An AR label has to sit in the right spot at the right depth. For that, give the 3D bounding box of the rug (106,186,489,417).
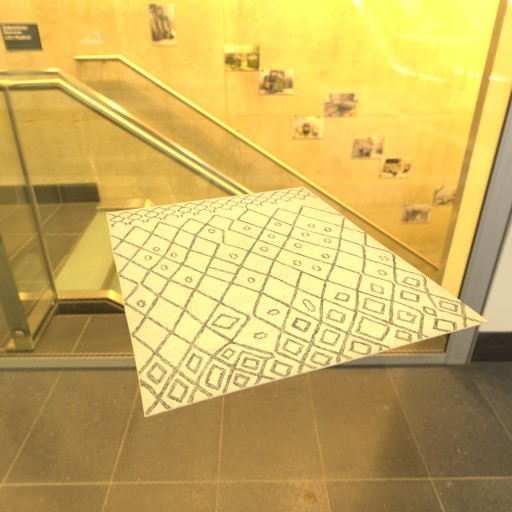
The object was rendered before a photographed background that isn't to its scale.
[{"bbox_3d":[0.000,0.000,4.061,2.446,0.015,3.046,-10,30,-18],"label":"rug"}]
